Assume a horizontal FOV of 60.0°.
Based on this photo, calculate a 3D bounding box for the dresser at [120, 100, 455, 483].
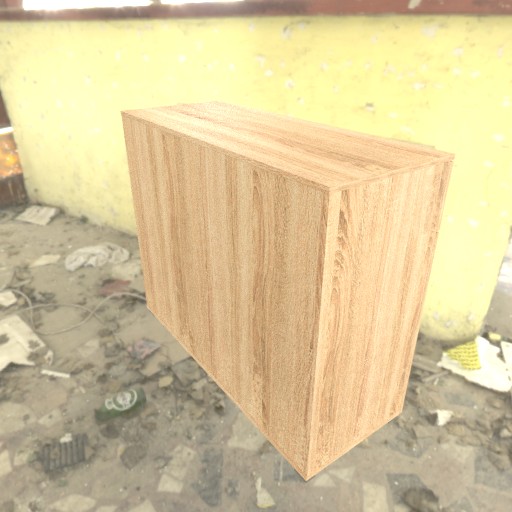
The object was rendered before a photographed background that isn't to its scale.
[{"bbox_3d":[0.000,0.000,1.585,0.450,0.900,1.100,-19,33,-32],"label":"dresser"}]
